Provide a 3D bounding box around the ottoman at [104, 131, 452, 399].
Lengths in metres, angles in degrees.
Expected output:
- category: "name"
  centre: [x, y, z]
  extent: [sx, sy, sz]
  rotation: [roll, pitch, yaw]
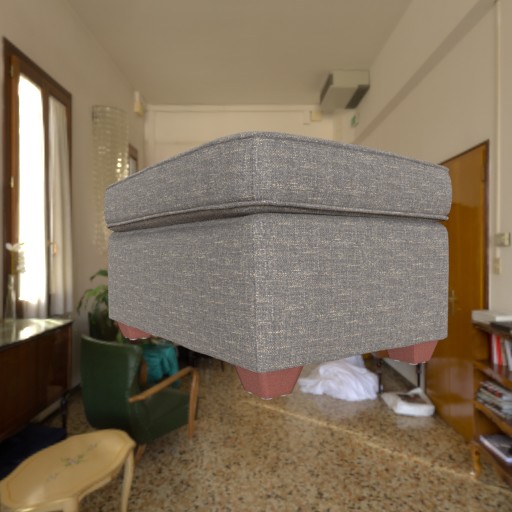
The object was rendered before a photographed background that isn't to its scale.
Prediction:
- category: "ottoman"
  centre: [0.000, 0.000, 1.083]
  extent: [0.549, 0.450, 0.749]
  rotation: [0, 0, -36]
